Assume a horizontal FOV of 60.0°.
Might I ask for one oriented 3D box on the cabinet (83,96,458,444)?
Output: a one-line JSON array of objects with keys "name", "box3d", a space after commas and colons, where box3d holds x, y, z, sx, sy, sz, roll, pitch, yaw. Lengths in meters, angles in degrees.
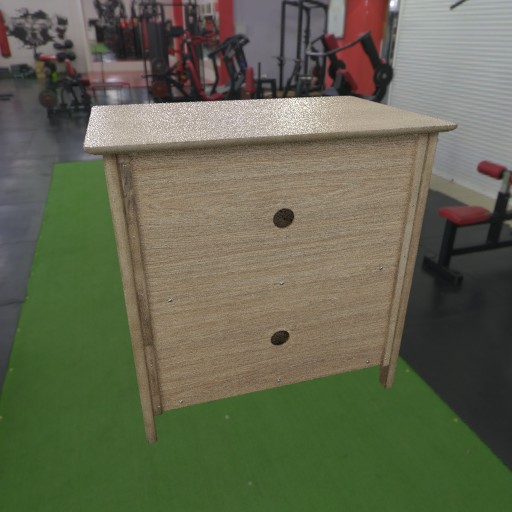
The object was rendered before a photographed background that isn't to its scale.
[{"name": "cabinet", "box3d": [0.000, 0.000, 1.235, 0.763, 0.762, 0.503, -8, 28, -15]}]
